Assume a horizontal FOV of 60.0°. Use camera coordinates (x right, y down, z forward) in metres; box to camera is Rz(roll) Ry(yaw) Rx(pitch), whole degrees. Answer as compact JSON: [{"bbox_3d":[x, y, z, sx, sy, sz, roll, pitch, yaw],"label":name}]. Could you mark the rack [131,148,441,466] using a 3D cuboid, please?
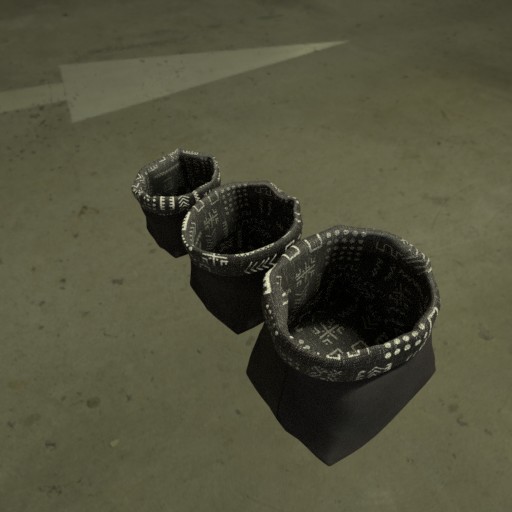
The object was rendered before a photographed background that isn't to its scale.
[{"bbox_3d":[0.000,0.000,1.081,0.379,0.323,0.905,-32,55,-26],"label":"rack"}]
